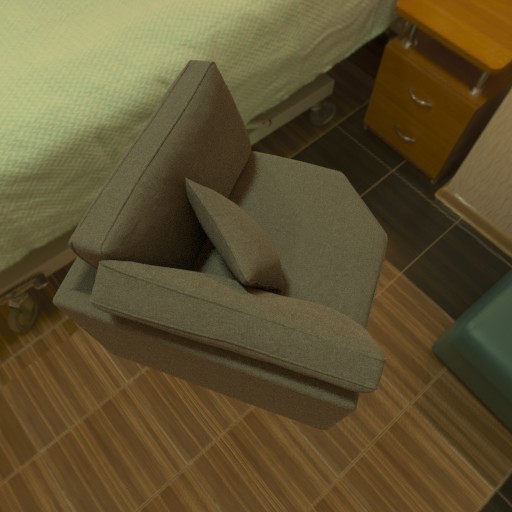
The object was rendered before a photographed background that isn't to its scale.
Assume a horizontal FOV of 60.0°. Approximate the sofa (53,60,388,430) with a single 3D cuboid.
[{"bbox_3d":[0.000,0.000,1.832,1.050,0.951,1.042,18,65,9],"label":"sofa"}]
